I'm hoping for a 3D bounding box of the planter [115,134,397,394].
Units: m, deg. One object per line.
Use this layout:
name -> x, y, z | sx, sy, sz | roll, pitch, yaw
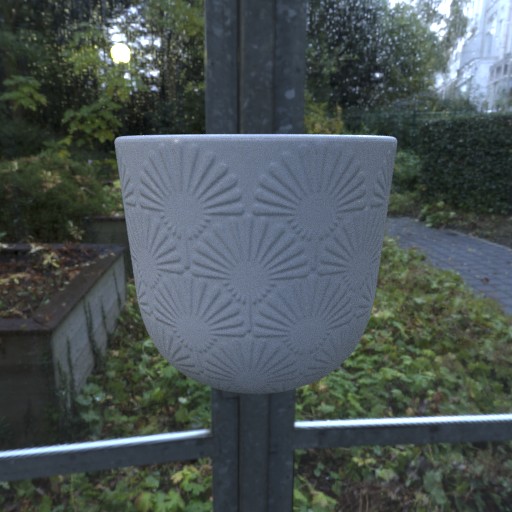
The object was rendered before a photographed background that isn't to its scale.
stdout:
planter -> 0.000, 0.000, 0.295 | 0.170, 0.152, 0.170 | 0, 14, 0
